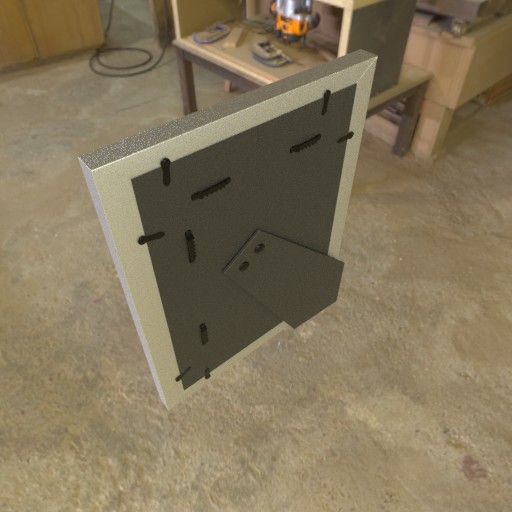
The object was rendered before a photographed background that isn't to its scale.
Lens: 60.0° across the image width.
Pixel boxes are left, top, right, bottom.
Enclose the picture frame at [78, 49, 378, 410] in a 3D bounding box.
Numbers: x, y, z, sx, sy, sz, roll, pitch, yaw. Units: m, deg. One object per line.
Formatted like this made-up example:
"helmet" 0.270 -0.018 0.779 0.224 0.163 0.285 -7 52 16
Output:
"picture frame" 0.000 0.000 0.520 0.307 0.386 0.036 -31 54 -26
